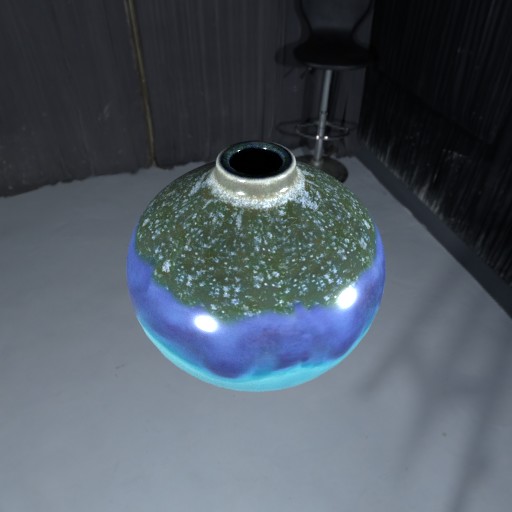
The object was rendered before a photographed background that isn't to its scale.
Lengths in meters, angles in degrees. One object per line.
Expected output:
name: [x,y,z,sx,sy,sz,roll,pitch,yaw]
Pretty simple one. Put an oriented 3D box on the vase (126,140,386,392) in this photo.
vase: [0.000,0.000,0.267,0.154,0.133,0.154,0,43,0]
